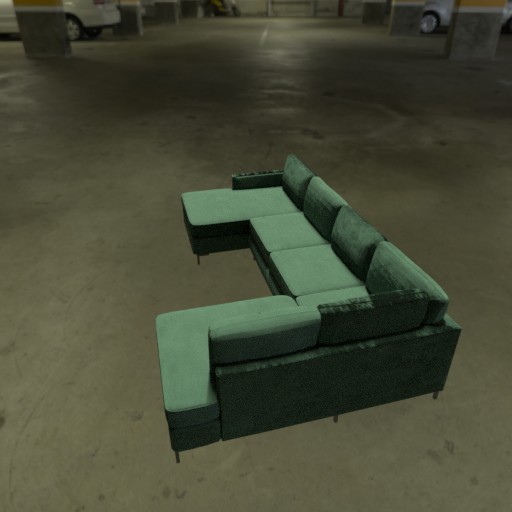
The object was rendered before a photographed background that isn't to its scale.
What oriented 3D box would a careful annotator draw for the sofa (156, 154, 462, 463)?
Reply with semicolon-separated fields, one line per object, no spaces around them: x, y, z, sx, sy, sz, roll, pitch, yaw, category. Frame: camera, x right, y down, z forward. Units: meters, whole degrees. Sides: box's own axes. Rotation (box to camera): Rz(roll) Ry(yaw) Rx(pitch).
0.000;0.000;4.345;2.055;0.992;3.434;-8;32;-13;sofa
